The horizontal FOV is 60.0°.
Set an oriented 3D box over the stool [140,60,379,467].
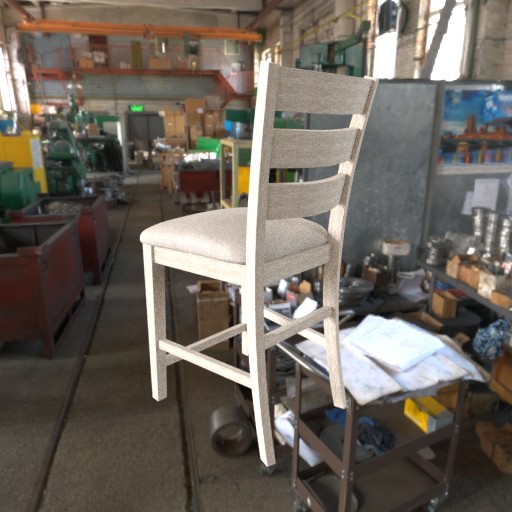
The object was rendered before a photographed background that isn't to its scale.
[{"bbox_3d":[0.000,0.000,1.362,0.569,1.032,0.484,15,22,42],"label":"stool"}]
